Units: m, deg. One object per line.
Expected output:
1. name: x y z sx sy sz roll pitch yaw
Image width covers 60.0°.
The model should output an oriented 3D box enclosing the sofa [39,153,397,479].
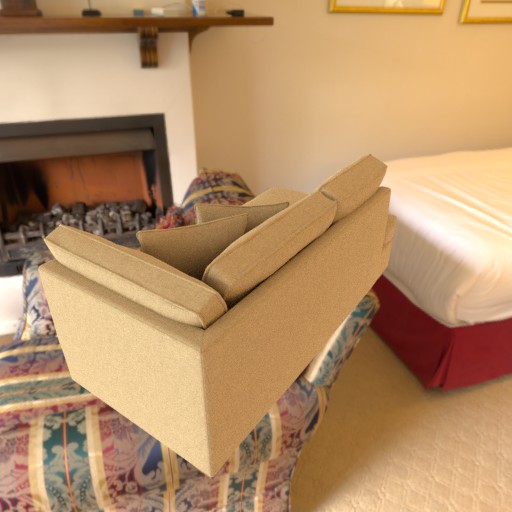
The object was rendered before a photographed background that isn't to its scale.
1. sofa: 0.000 0.000 2.820 1.110 1.033 2.237 19 35 29
